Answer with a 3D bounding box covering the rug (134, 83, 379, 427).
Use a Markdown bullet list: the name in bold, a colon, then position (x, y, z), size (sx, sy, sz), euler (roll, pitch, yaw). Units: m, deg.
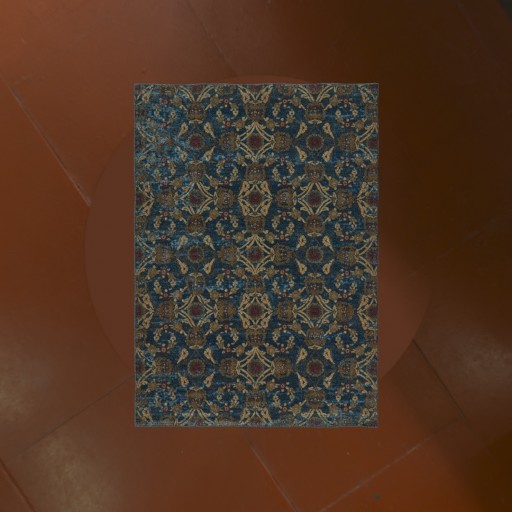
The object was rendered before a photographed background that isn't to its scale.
- **rug**: position (0.000, 0.000, 4.245), size (2.337, 0.013, 3.291), euler (0, 91, 0)
